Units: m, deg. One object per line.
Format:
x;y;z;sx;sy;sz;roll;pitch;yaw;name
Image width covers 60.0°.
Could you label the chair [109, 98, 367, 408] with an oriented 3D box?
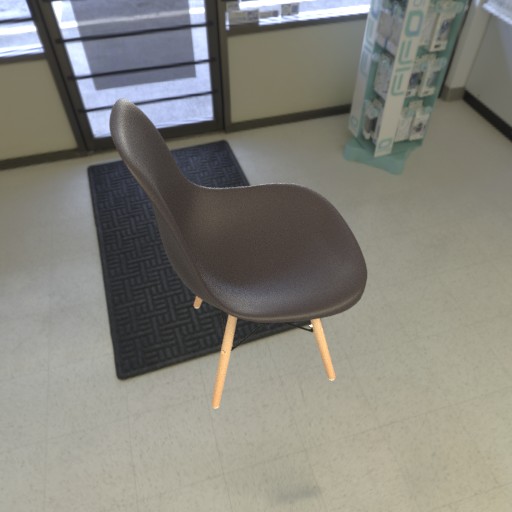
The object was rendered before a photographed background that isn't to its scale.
0.000;0.000;1.129;0.533;0.825;0.470;-10;48;-9;chair
